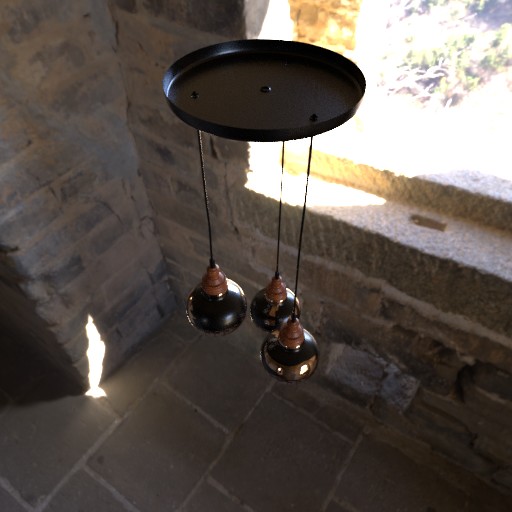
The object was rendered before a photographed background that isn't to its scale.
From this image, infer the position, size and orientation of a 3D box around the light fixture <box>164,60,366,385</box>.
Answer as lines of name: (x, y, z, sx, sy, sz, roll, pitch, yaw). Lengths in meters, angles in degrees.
light fixture: (0.000, 0.000, 1.727, 0.605, 1.410, 0.608, -9, 47, -9)
